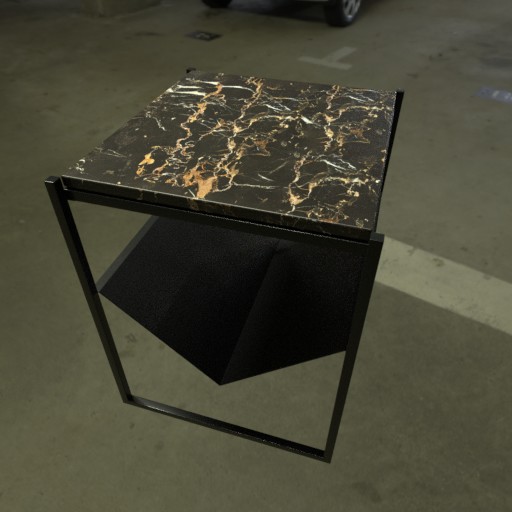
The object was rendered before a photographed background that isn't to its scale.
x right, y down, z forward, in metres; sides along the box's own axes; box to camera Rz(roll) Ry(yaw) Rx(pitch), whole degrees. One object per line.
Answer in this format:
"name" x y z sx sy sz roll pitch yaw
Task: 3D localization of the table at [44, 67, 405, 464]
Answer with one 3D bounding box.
"table" 0.000 0.000 0.868 0.432 0.534 0.469 11 42 13
